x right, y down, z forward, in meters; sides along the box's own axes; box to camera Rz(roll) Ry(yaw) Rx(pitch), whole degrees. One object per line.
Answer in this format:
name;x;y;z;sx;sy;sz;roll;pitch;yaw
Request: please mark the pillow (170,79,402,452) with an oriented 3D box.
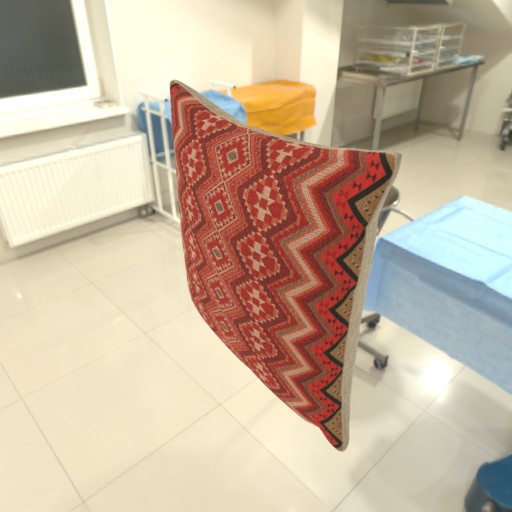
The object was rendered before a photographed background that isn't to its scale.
pillow;0.000;0.000;0.768;0.158;0.511;0.513;-21;38;-30
